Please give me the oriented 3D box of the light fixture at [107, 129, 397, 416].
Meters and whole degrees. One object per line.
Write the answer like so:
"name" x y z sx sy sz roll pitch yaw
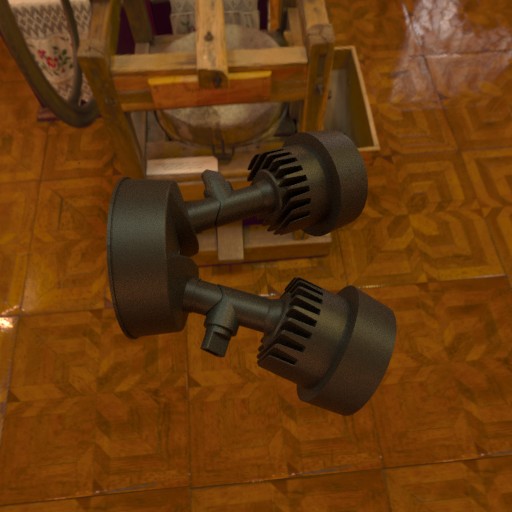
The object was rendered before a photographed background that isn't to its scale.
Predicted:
"light fixture" 0.000 0.000 0.307 0.168 0.120 0.213 -3 64 -1
